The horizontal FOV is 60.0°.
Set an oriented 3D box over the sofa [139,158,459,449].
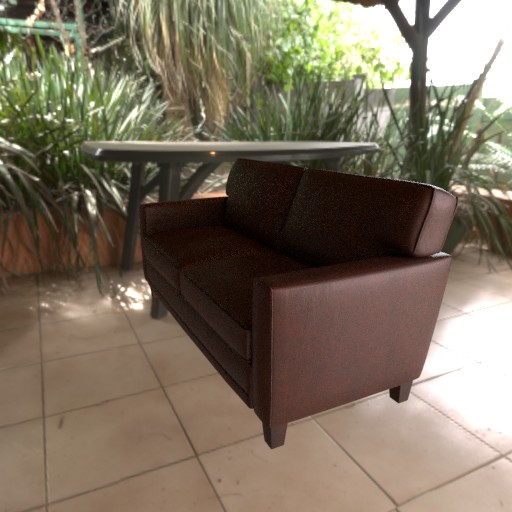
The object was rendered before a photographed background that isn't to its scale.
[{"bbox_3d":[0.000,0.000,2.404,0.912,0.928,1.876,-8,18,-26],"label":"sofa"}]
